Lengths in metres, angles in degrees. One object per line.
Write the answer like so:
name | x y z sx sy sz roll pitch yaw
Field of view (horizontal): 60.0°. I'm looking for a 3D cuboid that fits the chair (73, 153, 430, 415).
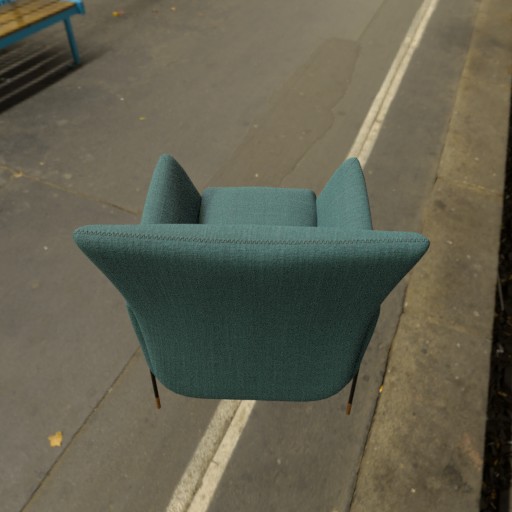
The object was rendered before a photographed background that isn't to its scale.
chair | 0.000 0.000 1.372 0.678 0.859 0.769 1 47 1
